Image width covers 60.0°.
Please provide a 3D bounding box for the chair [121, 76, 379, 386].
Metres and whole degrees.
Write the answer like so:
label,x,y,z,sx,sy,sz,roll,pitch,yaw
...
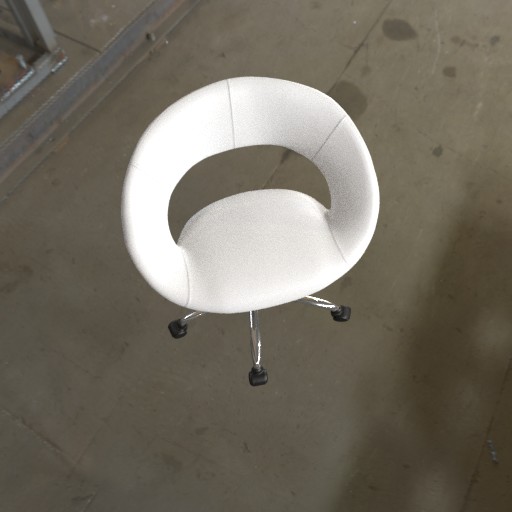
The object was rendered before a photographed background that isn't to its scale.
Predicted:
label,x,y,z,sx,sy,sz,roll,pitch,yaw
chair,0.000,0.000,1.179,0.612,0.791,0.538,-14,65,-6
